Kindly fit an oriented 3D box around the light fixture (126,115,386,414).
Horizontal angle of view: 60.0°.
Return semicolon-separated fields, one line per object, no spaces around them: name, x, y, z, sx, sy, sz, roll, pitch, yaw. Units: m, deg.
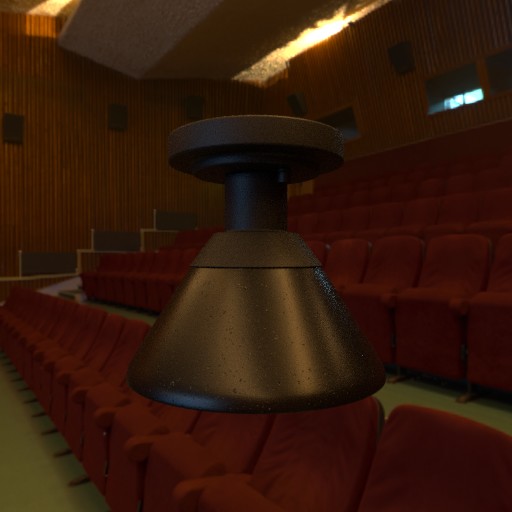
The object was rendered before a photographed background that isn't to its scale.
light fixture;0.000;0.000;0.356;0.200;0.183;0.200;0;0;0
